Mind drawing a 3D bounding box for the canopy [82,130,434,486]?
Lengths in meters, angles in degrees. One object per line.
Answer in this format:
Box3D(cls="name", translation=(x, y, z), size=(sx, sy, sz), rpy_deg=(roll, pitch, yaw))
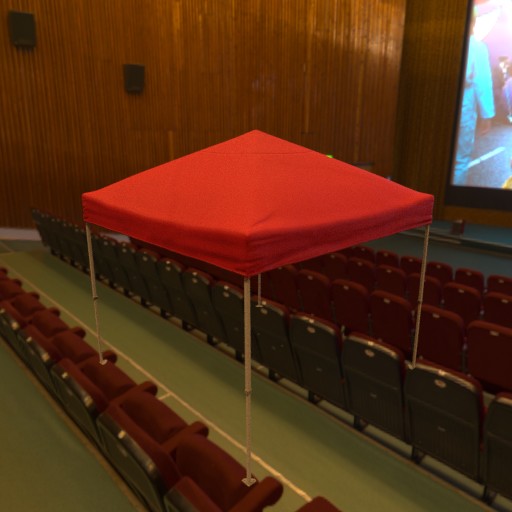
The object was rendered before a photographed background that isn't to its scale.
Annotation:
Box3D(cls="canopy", translation=(0.000, 0.000, 5.470), size=(2.998, 2.997, 2.996), rpy_deg=(-14, 21, -41))
